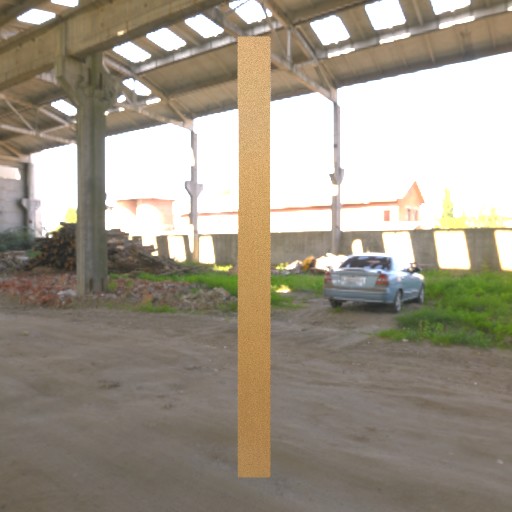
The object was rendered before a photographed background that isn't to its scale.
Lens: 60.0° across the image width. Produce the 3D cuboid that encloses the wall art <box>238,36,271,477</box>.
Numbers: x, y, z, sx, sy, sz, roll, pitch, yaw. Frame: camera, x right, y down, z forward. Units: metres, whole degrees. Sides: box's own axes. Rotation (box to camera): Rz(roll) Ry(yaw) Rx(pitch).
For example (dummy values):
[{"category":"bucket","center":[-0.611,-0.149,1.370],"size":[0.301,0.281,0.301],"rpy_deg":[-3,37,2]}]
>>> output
[{"category":"wall art","center":[0.000,0.000,0.769],"size":[0.038,0.511,0.513],"rpy_deg":[0,0,0]}]
